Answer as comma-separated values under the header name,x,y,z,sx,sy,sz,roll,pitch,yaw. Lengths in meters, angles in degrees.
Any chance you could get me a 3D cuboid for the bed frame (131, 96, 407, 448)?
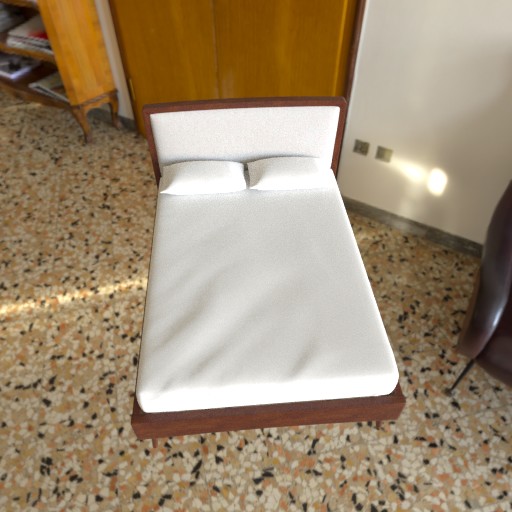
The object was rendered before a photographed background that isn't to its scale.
name,x,y,z,sx,sy,sz,roll,pitch,yaw
bed frame,0.000,0.000,3.157,1.587,1.279,2.171,-3,47,-3
